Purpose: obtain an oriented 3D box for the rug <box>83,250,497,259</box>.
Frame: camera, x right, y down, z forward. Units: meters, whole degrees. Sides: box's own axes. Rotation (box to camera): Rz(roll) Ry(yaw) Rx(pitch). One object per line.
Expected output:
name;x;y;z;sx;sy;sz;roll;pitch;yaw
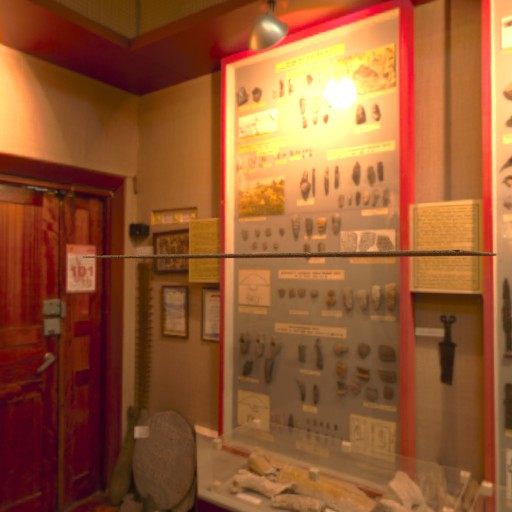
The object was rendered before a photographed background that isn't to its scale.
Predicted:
rug;0.000;0.000;2.643;2.438;0.012;0.762;-1;-1;37
